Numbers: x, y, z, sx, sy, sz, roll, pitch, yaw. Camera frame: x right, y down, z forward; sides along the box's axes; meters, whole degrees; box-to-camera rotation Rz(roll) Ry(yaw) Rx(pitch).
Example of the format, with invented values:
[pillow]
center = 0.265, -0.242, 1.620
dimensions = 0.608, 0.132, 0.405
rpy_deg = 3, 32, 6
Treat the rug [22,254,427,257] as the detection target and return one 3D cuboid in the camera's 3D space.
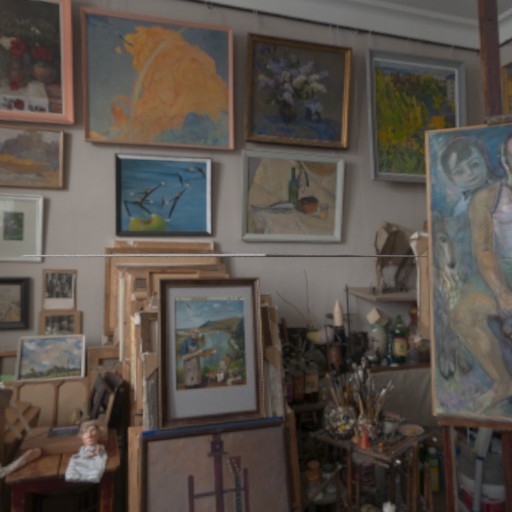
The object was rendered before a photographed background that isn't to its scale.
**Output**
[rug]
center = 0.000, 0.000, 4.383
dimensions = 2.448, 0.020, 3.359
rpy_deg = 0, 0, 35
